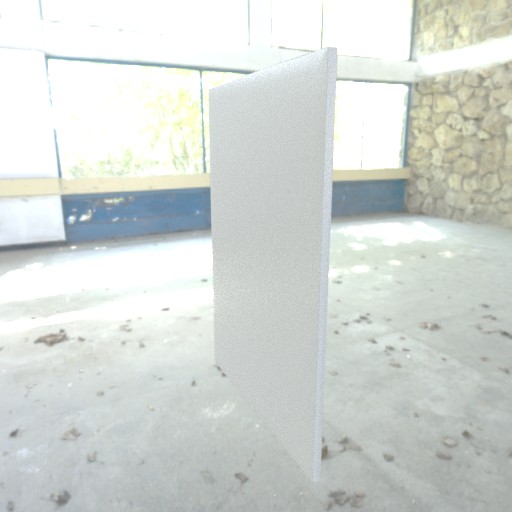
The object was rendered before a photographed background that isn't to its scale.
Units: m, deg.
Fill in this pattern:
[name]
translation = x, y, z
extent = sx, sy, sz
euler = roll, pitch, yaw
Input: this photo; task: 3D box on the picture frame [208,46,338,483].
[picture frame]
translation = 0.000, 0.000, 0.692
extent = 0.012, 0.534, 0.381
euler = -6, 15, -24
